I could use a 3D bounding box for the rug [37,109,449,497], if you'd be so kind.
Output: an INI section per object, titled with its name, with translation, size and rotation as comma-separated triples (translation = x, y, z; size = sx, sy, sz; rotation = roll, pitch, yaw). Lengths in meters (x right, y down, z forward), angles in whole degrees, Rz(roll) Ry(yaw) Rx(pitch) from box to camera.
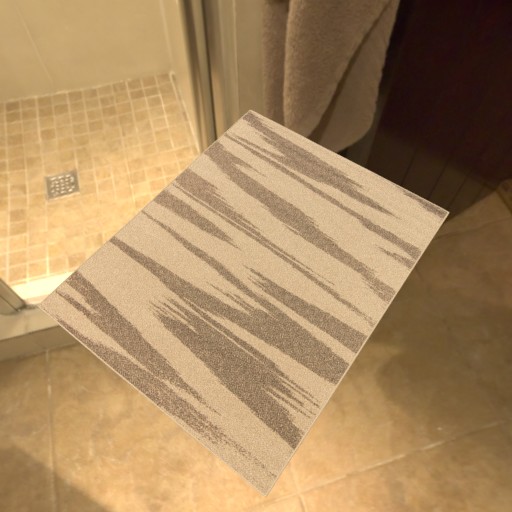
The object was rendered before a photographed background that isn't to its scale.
[rug]
translation = 0.000, 0.000, 3.917
size = 2.353, 0.014, 2.945
rotation = 33, 64, 18
